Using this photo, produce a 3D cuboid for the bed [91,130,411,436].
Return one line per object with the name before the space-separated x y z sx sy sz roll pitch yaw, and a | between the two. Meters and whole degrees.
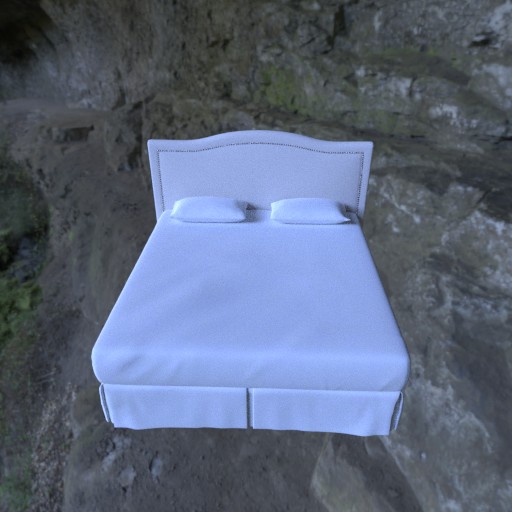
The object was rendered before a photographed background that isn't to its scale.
bed | 0.000 0.000 3.479 2.083 1.421 2.182 1 30 2
